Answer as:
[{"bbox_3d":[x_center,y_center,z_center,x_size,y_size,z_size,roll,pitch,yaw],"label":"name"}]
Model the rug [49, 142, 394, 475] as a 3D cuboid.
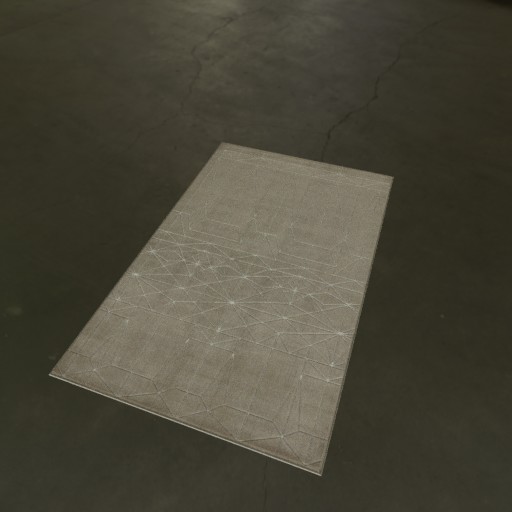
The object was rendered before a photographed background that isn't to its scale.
[{"bbox_3d":[0.000,0.000,3.028,1.524,0.012,2.438,15,49,13],"label":"rug"}]
